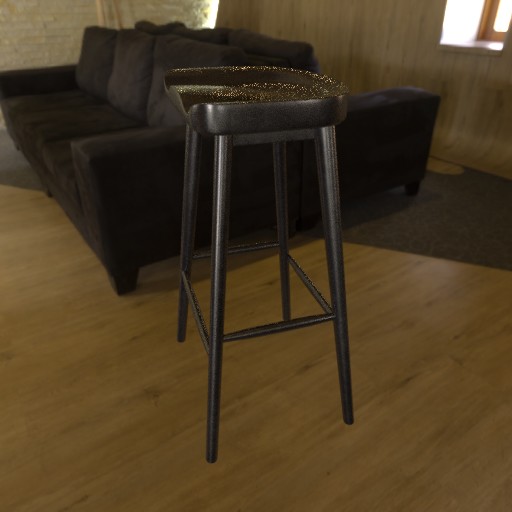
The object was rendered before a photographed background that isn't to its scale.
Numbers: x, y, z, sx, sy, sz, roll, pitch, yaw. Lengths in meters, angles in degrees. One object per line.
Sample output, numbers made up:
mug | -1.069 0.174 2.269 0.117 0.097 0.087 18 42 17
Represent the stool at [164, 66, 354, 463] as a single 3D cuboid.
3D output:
stool | 0.000 0.000 1.004 0.361 0.749 0.440 -9 31 -15
